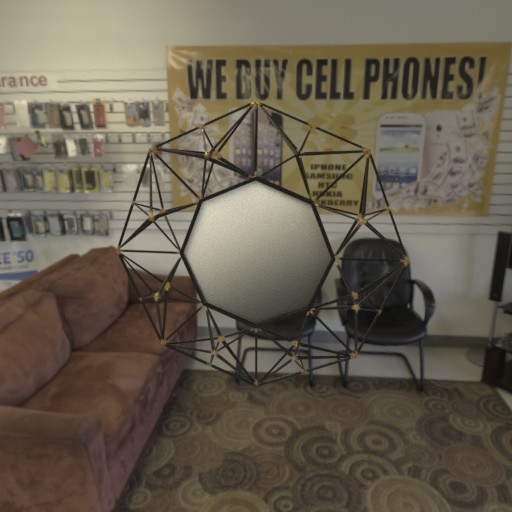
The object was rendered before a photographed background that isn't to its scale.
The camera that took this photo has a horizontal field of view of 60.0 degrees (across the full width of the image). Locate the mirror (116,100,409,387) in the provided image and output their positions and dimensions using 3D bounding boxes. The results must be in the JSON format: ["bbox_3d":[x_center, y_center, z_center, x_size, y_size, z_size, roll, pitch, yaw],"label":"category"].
[{"bbox_3d":[0.000,0.000,1.070,0.710,0.710,0.094,2,16,8],"label":"mirror"}]
